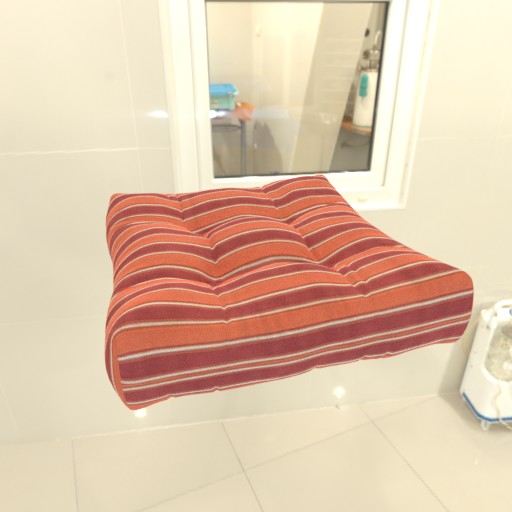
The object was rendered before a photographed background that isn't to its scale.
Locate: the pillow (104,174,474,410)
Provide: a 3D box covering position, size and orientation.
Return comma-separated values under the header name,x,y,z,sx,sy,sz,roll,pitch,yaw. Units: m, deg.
name,x,y,z,sx,sy,sz,roll,pitch,yaw
pillow,0.000,0.000,0.720,0.468,0.133,0.490,-8,28,-15
